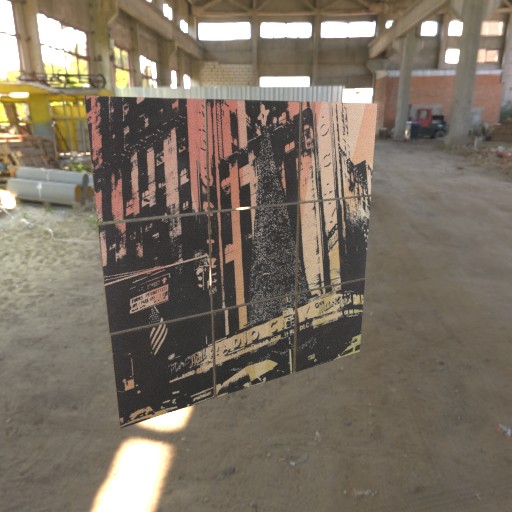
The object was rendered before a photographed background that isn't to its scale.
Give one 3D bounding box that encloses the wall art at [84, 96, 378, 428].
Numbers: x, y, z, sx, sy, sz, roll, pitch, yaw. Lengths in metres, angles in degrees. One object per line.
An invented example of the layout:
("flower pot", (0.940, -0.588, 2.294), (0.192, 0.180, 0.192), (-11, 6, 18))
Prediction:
("wall art", (0.000, 0.000, 1.383), (0.919, 0.917, 0.010), (-9, 19, -28))
